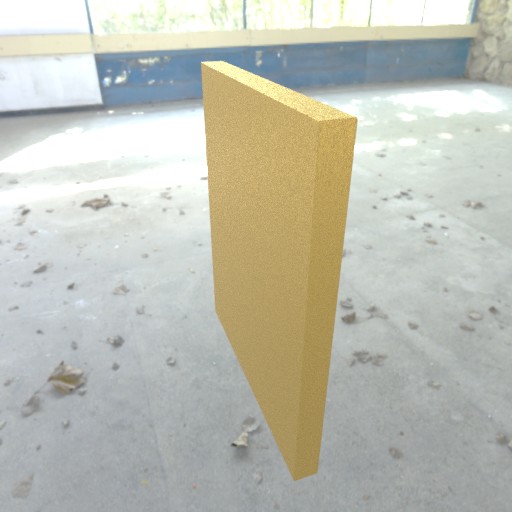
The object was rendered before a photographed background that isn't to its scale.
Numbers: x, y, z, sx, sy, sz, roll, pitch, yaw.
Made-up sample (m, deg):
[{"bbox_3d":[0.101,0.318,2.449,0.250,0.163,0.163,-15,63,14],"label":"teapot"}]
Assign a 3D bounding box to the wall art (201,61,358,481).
[{"bbox_3d":[0.000,0.000,0.865,0.048,0.642,0.537,-10,32,-17],"label":"wall art"}]
